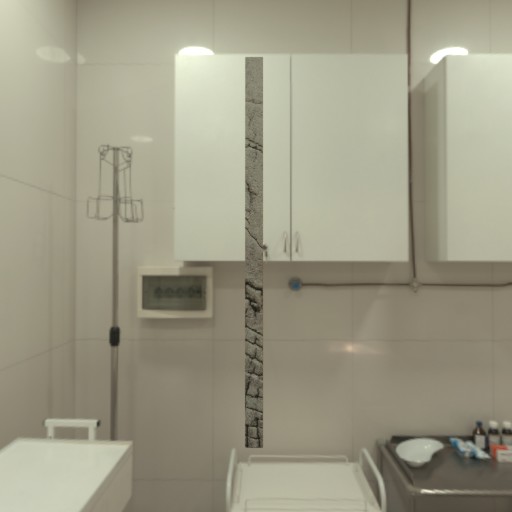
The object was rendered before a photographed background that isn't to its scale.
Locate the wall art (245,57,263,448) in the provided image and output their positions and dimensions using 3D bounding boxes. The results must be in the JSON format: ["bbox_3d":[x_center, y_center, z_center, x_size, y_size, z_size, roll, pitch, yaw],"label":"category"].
[{"bbox_3d":[0.000,0.000,1.429,0.035,0.758,1.141,0,-1,0],"label":"wall art"}]
